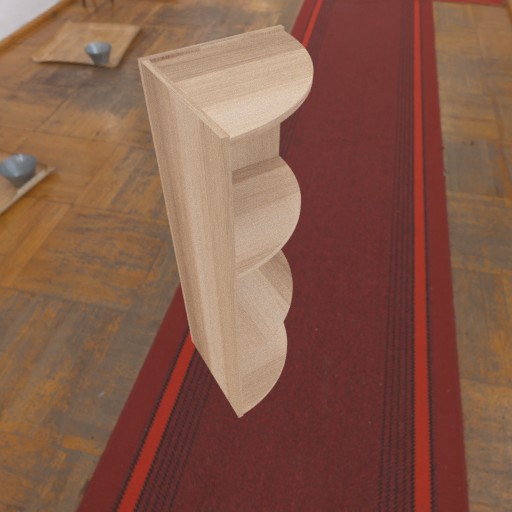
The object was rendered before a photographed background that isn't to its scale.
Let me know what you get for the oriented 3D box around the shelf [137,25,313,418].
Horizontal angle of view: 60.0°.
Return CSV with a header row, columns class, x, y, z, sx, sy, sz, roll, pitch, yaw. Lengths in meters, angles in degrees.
class,x,y,z,sx,sy,sz,roll,pitch,yaw
shelf,0.000,0.000,1.032,0.290,0.872,0.290,-24,51,-21
